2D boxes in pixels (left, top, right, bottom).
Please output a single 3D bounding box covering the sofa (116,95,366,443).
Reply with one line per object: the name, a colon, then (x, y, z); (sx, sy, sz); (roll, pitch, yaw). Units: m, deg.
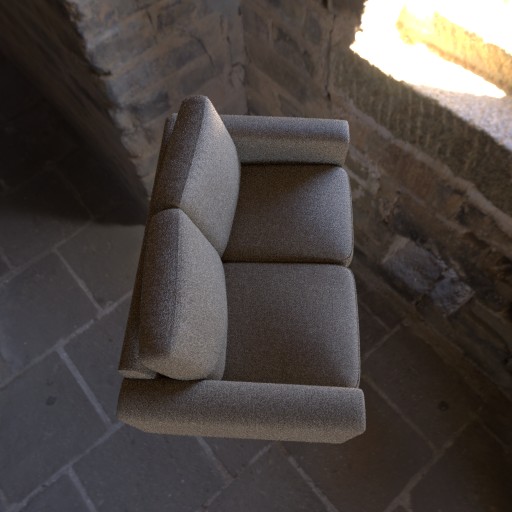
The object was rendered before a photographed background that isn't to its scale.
sofa: (0.000, 0.000, 2.189); (1.016, 0.873, 1.616); (3, 63, 1)
